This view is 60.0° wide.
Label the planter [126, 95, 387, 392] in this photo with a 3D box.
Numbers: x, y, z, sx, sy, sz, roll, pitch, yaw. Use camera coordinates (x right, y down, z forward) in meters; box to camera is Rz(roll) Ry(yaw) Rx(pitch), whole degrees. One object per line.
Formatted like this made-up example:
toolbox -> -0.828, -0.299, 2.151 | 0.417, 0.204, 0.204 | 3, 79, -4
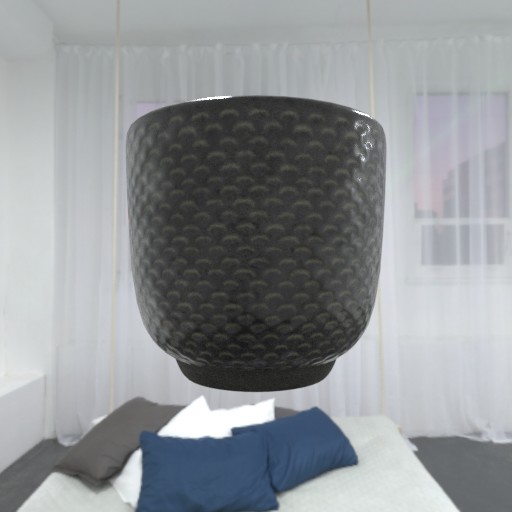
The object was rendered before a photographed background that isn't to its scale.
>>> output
planter -> 0.000, 0.000, 0.246 | 0.140, 0.129, 0.140 | 0, -1, 0
